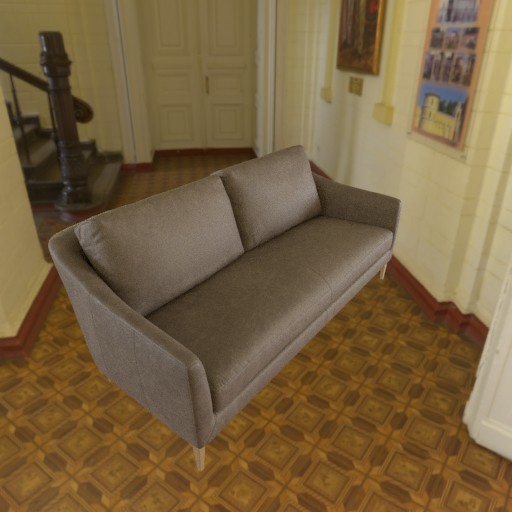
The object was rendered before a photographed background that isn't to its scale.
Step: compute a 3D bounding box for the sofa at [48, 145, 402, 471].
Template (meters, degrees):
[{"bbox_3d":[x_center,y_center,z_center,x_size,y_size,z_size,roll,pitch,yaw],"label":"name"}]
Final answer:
[{"bbox_3d":[0.000,0.000,2.501,0.960,0.902,2.036,18,32,32],"label":"sofa"}]
